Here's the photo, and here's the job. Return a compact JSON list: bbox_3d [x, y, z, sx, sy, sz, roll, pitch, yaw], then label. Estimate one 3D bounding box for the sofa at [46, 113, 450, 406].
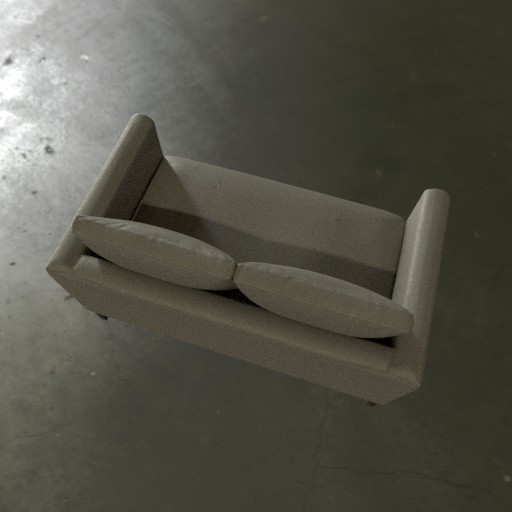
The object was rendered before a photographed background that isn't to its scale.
[{"bbox_3d":[0.000,0.000,2.145,1.598,0.873,0.899,16,66,8],"label":"sofa"}]
